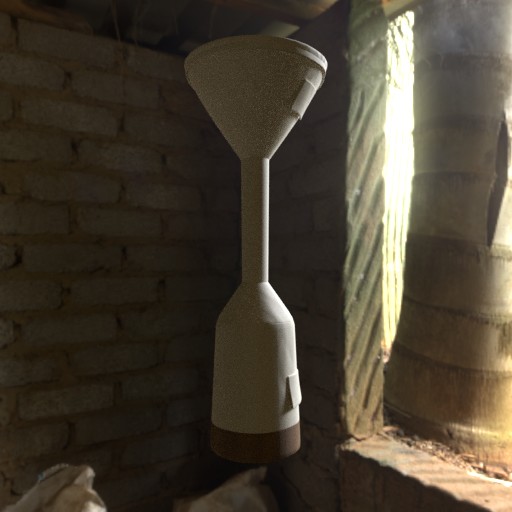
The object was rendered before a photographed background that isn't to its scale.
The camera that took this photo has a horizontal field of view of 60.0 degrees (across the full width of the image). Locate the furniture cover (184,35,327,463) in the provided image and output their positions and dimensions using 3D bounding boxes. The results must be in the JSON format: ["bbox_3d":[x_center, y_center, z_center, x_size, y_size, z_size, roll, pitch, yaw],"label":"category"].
[{"bbox_3d":[0.000,0.000,2.858,0.914,2.413,0.914,0,0,19],"label":"furniture cover"}]
